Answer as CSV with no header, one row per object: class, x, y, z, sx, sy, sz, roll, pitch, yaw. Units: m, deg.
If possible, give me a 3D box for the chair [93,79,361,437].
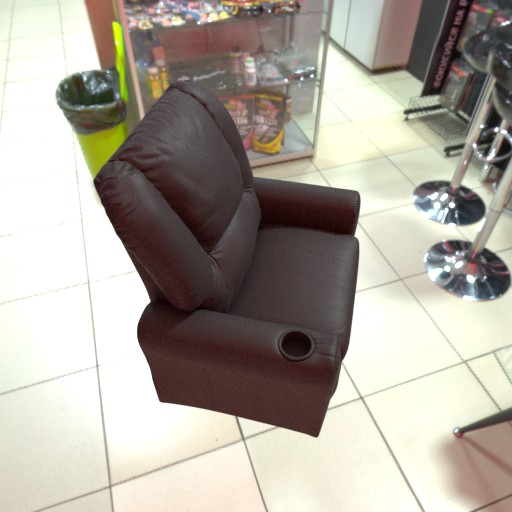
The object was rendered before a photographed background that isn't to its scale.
chair,0.000,0.000,1.112,0.521,0.709,0.610,10,47,10
